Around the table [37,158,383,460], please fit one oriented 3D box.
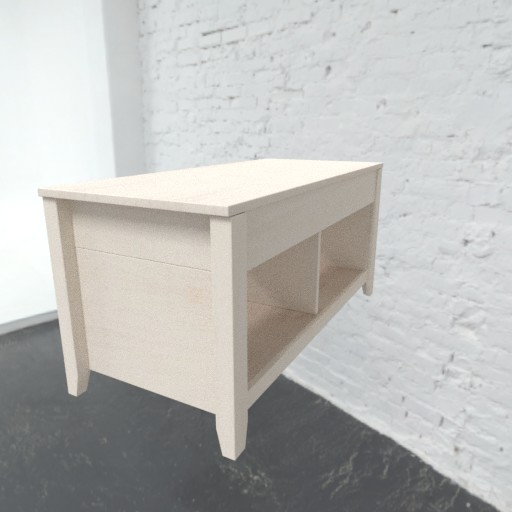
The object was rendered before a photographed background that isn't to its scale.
[{"bbox_3d":[0.000,0.000,1.289,0.457,0.483,1.016,9,18,27],"label":"table"}]
